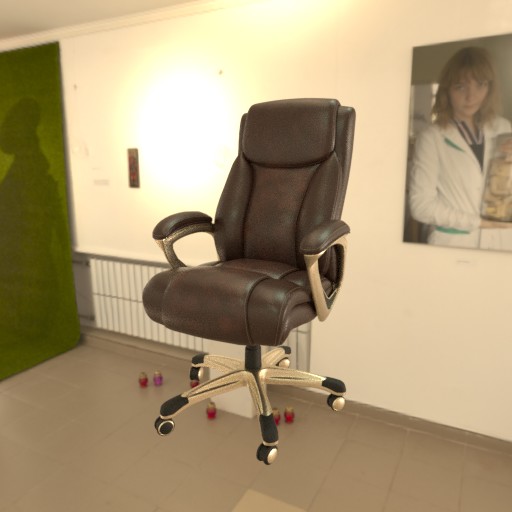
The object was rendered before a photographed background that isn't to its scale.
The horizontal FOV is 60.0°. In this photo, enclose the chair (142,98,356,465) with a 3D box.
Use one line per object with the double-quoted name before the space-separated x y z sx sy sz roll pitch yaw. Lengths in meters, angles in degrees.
"chair" 0.000 0.000 1.657 0.692 1.194 0.749 6 13 27
